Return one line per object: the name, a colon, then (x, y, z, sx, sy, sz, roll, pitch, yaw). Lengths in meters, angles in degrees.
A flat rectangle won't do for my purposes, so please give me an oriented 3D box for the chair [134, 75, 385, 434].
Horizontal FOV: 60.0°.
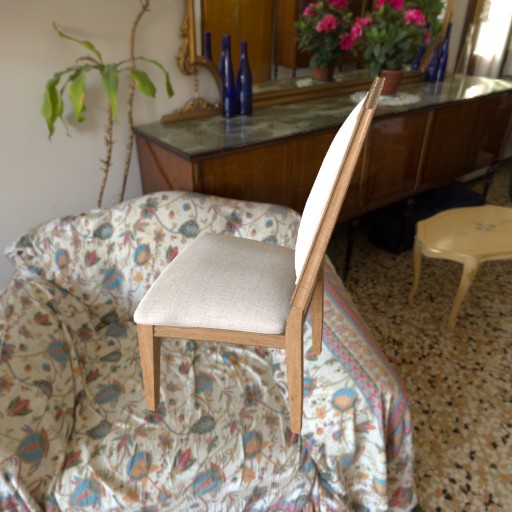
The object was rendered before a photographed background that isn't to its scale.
chair: (0.000, 0.000, 1.340, 0.601, 0.988, 0.536, 9, 31, 14)
